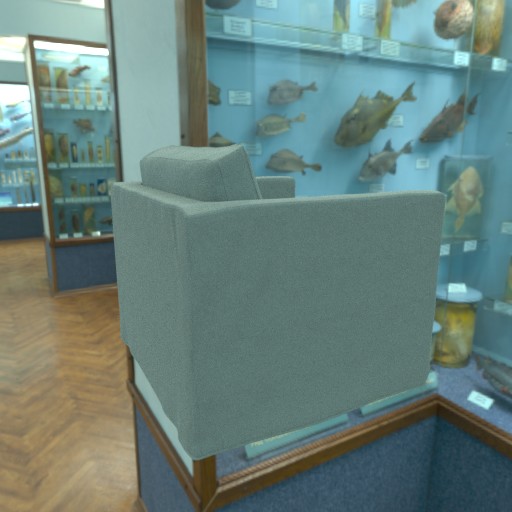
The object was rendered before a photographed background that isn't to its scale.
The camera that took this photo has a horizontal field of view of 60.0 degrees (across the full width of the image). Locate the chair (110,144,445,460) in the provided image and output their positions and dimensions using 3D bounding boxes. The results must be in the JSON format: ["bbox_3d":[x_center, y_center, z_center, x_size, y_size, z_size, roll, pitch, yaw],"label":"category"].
[{"bbox_3d":[0.000,0.000,1.777,0.949,0.863,1.057,-7,15,-27],"label":"chair"}]
